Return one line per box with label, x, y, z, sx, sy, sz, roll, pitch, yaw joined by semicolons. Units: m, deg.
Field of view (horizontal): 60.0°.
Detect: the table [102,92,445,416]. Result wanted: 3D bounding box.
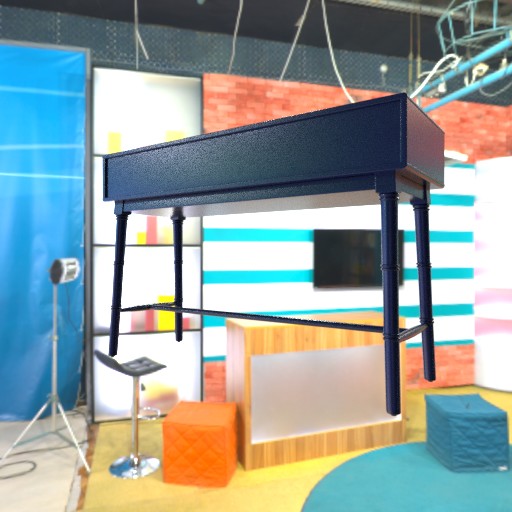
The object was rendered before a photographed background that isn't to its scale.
table;0.000;0.000;1.490;1.118;0.749;0.399;0;0;35
